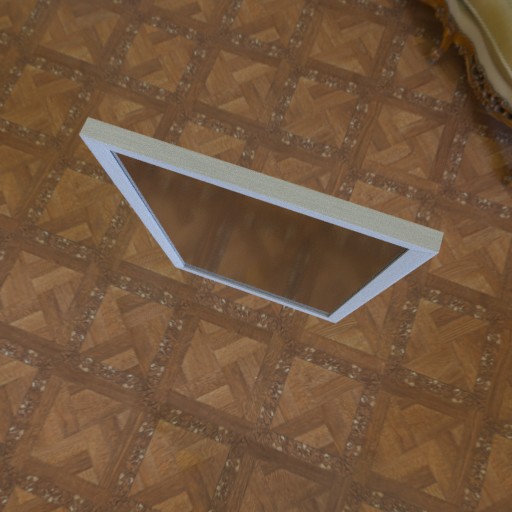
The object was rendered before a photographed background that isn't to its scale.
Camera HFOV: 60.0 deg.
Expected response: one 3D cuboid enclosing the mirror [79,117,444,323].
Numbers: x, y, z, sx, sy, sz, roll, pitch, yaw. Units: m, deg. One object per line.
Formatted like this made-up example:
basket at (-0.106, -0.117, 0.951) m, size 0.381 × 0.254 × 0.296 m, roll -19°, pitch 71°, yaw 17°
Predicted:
mirror at (0.000, 0.000, 1.153) m, size 0.609 × 0.915 × 0.040 m, roll 19°, pitch 76°, yaw 5°
